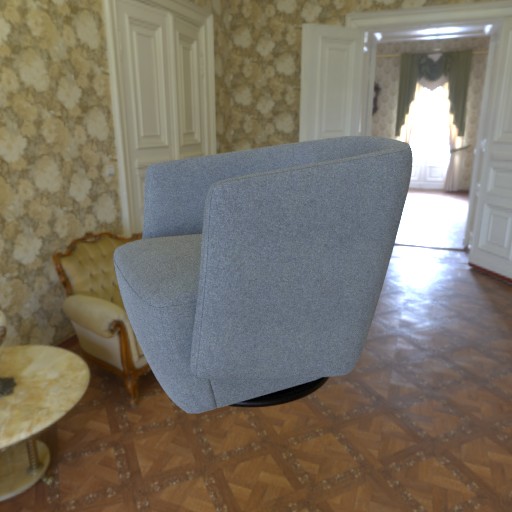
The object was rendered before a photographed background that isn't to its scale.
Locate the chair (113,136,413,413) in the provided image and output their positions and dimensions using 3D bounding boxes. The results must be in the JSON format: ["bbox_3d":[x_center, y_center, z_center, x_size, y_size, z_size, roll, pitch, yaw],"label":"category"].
[{"bbox_3d":[0.000,0.000,1.650,0.986,0.861,0.822,-7,17,-24],"label":"chair"}]
